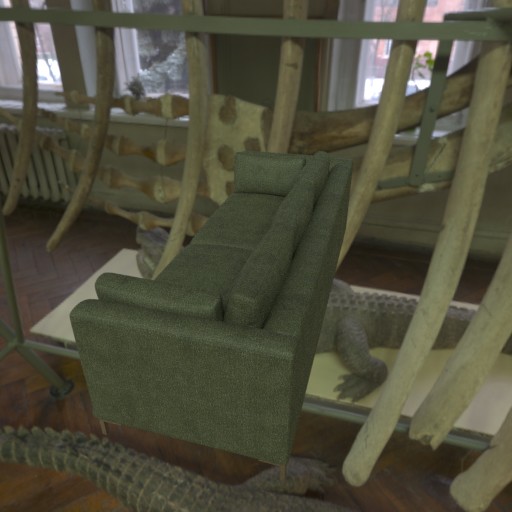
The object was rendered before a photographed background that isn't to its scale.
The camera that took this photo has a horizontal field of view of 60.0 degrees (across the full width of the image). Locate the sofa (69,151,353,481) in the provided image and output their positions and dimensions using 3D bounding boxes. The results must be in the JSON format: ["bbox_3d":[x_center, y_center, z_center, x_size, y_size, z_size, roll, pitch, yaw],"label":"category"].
[{"bbox_3d":[0.000,0.000,2.874,0.969,0.867,2.415,8,31,14],"label":"sofa"}]
